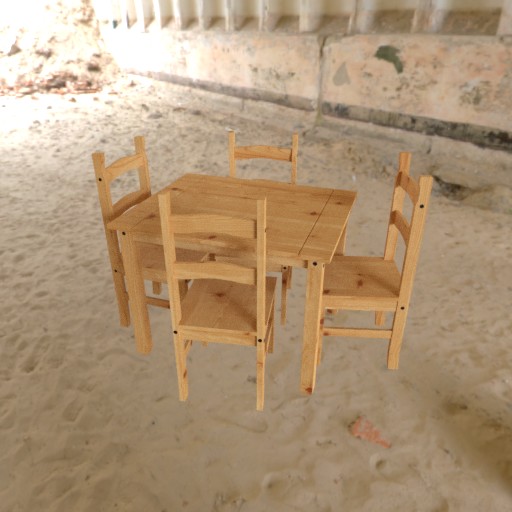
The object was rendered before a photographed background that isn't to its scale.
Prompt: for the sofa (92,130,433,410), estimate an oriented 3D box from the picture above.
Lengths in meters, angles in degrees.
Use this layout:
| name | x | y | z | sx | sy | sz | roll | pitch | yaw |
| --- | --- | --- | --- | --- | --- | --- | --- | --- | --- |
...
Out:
| name | x | y | z | sx | sy | sz | roll | pitch | yaw |
| --- | --- | --- | --- | --- | --- | --- | --- | --- | --- |
| sofa | 0.000 | 0.000 | 2.239 | 1.529 | 1.000 | 1.144 | 9 | 29 | 17 |
